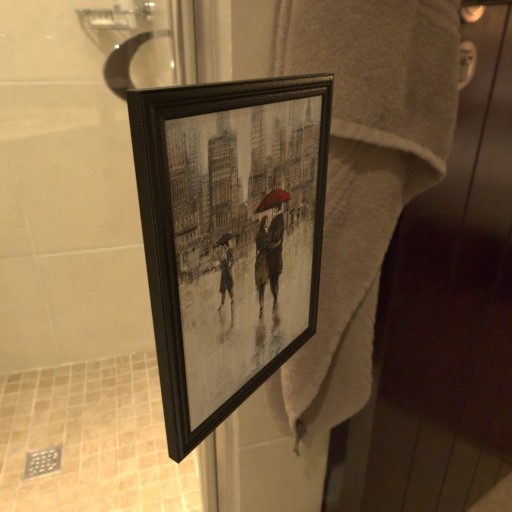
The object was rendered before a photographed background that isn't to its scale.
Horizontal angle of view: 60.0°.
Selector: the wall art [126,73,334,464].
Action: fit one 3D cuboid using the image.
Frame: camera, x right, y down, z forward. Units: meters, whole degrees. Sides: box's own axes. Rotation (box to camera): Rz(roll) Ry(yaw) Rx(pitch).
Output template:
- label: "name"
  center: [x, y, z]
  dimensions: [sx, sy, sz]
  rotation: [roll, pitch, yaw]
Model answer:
- label: "wall art"
  center: [0.000, 0.000, 1.610]
  dimensions: [0.053, 1.194, 0.950]
  rotation: [17, 30, 32]
